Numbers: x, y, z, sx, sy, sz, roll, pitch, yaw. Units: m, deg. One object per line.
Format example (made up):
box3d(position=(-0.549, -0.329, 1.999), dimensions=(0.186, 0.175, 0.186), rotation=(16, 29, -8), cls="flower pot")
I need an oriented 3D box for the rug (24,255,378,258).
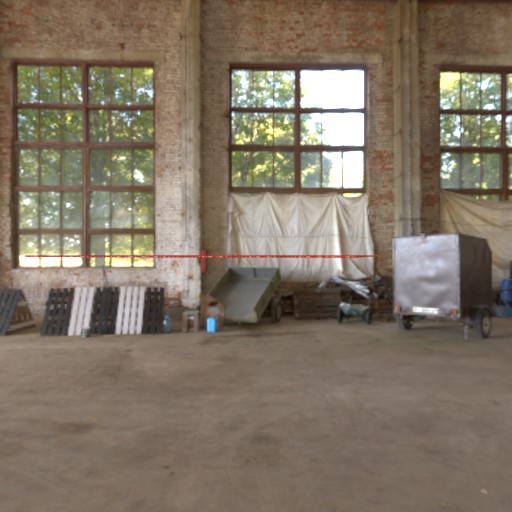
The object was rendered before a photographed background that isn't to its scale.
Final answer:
box3d(position=(0.000, 0.000, 3.019), dimensions=(1.531, 0.010, 2.442), rotation=(0, 0, 17), cls="rug")
